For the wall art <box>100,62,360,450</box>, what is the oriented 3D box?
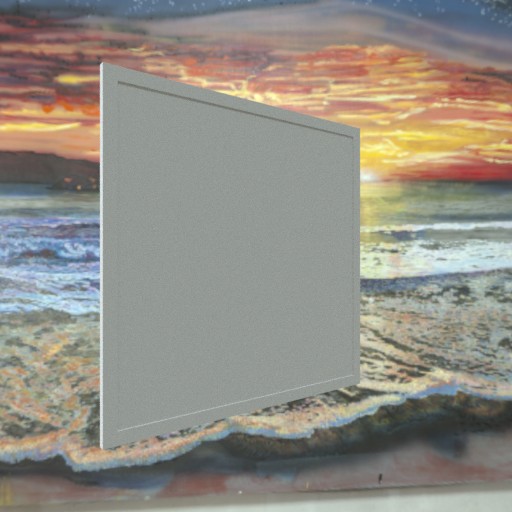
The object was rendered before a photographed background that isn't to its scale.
[{"bbox_3d":[0.000,0.000,0.957,0.660,0.660,0.015,0,0,-37],"label":"wall art"}]
